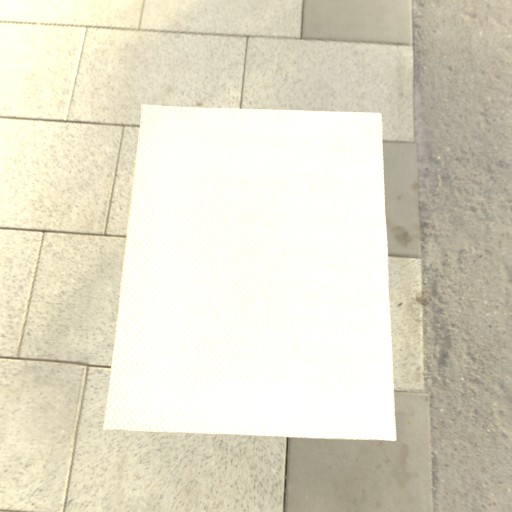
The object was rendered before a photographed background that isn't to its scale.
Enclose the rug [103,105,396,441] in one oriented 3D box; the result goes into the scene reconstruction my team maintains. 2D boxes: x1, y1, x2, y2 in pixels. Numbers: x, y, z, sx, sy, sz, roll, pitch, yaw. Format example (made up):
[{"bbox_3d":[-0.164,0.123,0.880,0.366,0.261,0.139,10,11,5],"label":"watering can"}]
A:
[{"bbox_3d":[0.000,0.000,3.819,2.277,0.035,2.897,2,74,1],"label":"rug"}]
